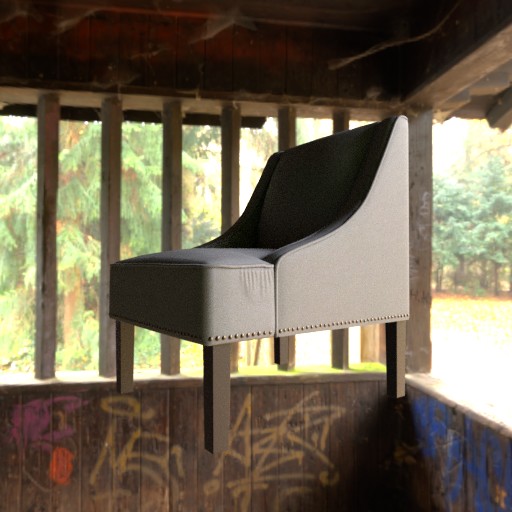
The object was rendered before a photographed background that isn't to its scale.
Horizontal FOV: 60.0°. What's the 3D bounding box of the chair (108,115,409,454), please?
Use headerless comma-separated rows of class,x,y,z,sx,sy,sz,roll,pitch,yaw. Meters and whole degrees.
chair,0.000,0.000,1.399,0.747,0.867,0.631,1,-1,-37
